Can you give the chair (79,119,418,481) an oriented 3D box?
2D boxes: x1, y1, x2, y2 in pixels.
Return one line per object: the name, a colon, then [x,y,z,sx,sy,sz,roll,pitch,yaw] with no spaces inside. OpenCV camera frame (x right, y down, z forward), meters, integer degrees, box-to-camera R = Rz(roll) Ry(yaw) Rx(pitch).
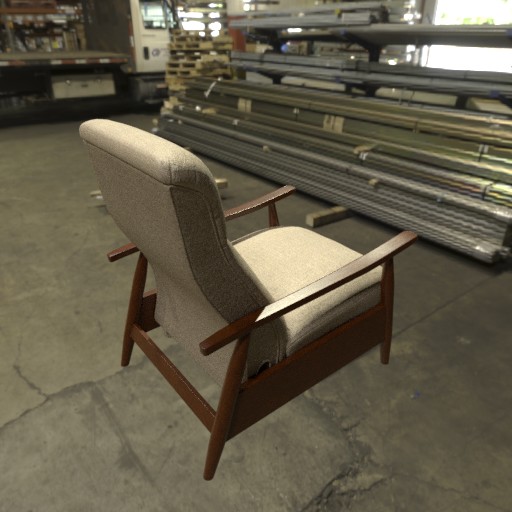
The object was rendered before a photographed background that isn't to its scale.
chair: [0.000,0.000,1.744,1.014,1.082,0.762,-20,33,-33]
